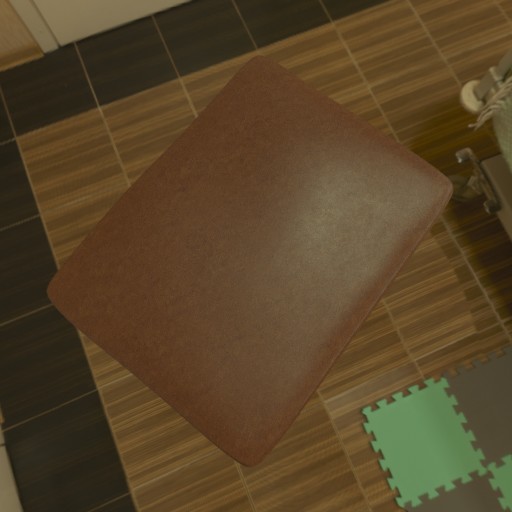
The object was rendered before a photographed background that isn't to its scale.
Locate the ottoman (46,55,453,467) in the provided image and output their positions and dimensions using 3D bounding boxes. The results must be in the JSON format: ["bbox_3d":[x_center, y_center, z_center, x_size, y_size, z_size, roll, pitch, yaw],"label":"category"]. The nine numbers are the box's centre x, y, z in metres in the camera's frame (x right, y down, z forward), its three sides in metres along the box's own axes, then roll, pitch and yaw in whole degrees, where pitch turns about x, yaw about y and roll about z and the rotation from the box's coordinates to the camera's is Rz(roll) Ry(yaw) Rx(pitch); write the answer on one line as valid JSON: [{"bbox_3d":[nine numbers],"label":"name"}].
[{"bbox_3d":[0.000,0.000,1.249,0.650,0.485,0.851,37,79,9],"label":"ottoman"}]
